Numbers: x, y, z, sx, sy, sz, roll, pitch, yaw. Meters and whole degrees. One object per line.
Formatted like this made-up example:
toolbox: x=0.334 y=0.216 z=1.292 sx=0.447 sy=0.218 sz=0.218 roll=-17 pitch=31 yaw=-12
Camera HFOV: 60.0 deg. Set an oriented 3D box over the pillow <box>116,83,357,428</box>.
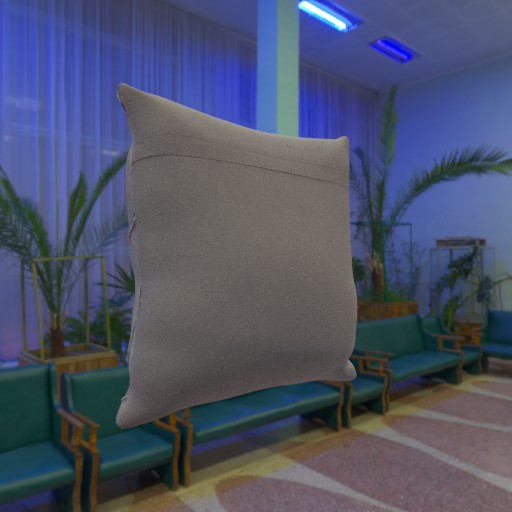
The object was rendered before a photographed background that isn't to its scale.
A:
pillow: x=0.000 y=0.000 z=0.682 sx=0.439 sy=0.440 sz=0.185 roll=1 pitch=-1 yaw=-38
